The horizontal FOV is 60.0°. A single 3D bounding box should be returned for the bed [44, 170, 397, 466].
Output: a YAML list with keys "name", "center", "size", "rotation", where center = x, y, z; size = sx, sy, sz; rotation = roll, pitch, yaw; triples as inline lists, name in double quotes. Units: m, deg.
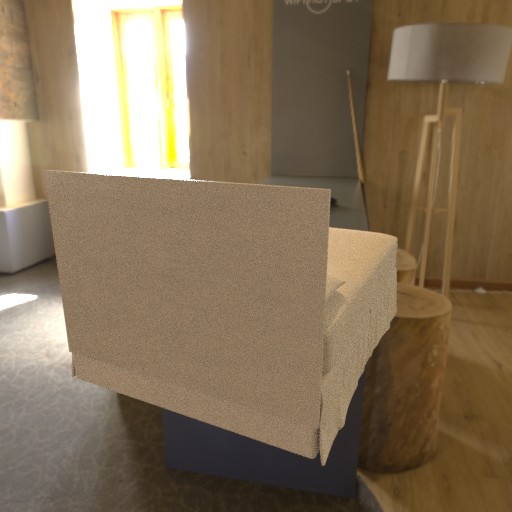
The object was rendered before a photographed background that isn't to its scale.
- name: "bed"
  center: [0.000, 0.000, 3.168]
  size: [1.745, 1.335, 2.094]
  rotation: [8, 19, 25]
